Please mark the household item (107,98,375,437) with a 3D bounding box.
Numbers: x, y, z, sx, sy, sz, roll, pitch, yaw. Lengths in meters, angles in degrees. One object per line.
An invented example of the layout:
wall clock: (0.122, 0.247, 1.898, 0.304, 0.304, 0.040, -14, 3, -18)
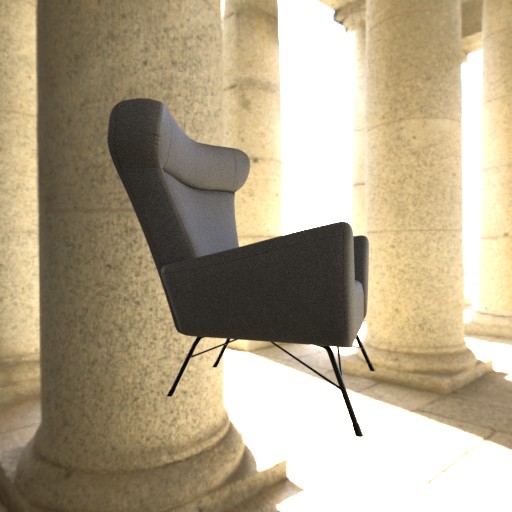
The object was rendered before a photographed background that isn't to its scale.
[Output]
household item: (0.000, 0.000, 1.786, 0.900, 1.050, 0.980, 0, 1, 18)
